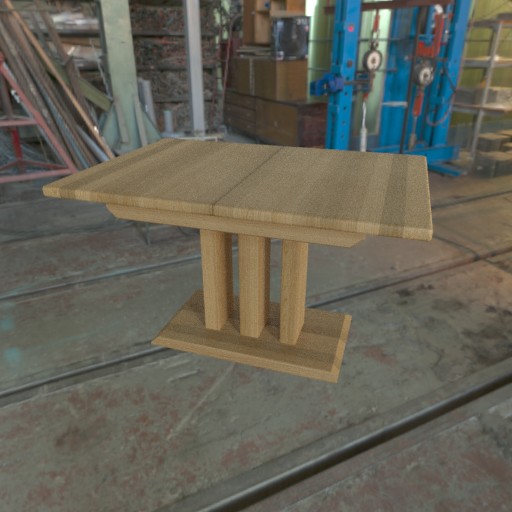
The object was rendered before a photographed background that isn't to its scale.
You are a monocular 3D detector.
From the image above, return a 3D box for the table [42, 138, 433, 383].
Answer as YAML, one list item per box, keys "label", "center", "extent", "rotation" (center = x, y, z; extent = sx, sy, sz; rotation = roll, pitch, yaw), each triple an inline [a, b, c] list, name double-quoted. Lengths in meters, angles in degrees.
- label: "table"
  center: [0.000, 0.000, 1.931]
  extent: [1.300, 0.770, 0.900]
  rotation: [8, 27, 16]
